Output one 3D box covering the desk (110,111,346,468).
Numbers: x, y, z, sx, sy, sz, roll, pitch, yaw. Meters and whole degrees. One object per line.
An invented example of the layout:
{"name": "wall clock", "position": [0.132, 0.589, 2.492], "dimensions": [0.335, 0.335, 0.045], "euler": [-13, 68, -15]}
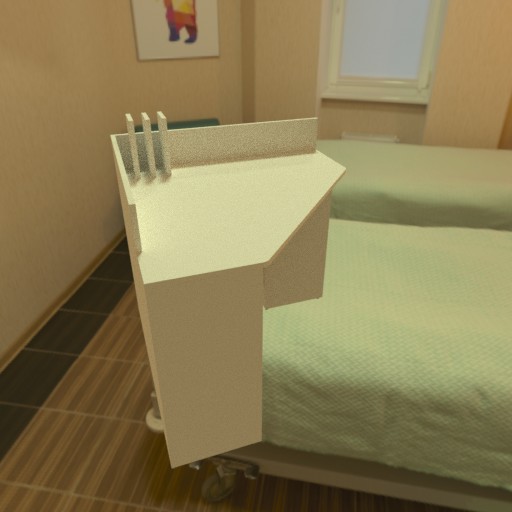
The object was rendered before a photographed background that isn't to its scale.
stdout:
{"name": "desk", "position": [0.000, 0.000, 1.782], "dimensions": [0.940, 0.986, 0.940], "euler": [-10, 31, -17]}
